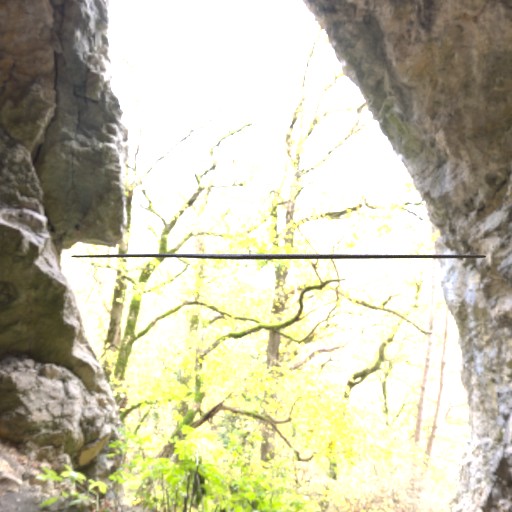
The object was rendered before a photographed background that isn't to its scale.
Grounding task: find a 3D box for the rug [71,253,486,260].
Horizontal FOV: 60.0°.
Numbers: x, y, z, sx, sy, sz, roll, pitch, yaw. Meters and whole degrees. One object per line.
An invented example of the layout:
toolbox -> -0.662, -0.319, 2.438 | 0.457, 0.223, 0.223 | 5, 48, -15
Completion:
rug -> 0.000, 0.000, 4.085 | 2.472, 0.035, 3.017 | 0, 0, -37
